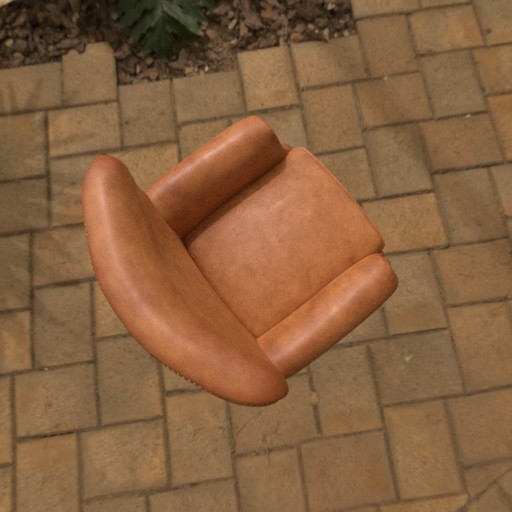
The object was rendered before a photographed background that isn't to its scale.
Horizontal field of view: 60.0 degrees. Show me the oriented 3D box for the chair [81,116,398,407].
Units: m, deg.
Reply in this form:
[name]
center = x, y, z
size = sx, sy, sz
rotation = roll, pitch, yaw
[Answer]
[chair]
center = 0.000, 0.000, 1.657
size = 0.921, 0.936, 0.861
rotation = -36, 78, -9
